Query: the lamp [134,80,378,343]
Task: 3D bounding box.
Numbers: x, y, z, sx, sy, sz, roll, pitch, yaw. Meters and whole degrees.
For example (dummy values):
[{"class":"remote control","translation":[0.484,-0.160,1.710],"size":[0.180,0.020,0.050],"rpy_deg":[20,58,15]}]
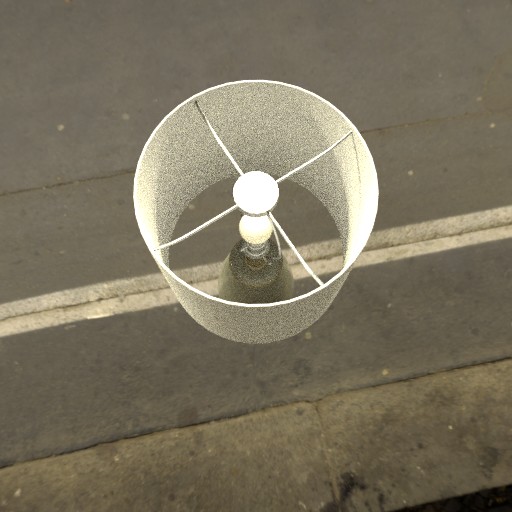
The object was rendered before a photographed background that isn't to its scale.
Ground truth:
[{"class":"lamp","translation":[0.000,0.000,0.475],"size":[0.186,0.369,0.186],"rpy_deg":[0,75,0]}]
